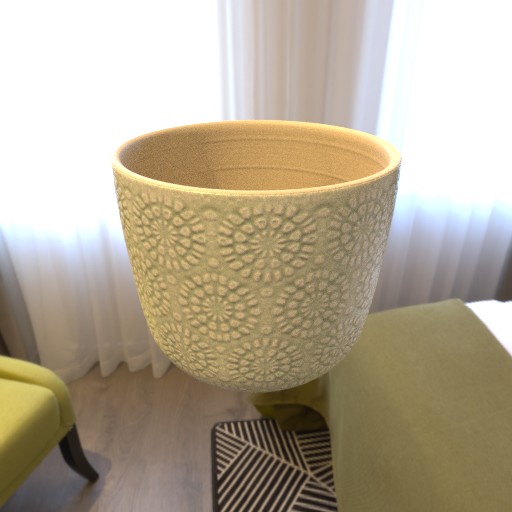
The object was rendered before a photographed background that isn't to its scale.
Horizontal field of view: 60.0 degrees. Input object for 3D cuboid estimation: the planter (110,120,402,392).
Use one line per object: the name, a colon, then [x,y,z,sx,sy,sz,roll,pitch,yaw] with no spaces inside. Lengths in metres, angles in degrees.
planter: [0.000,0.000,0.220,0.124,0.109,0.124,0,27,0]
